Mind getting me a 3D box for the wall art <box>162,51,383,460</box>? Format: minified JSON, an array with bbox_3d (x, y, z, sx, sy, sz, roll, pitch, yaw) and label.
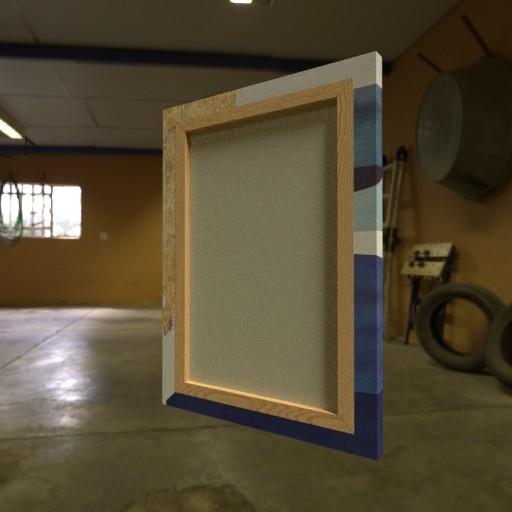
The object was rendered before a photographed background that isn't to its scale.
[{"bbox_3d":[0.000,0.000,0.805,0.458,0.613,0.026,0,-1,35],"label":"wall art"}]
